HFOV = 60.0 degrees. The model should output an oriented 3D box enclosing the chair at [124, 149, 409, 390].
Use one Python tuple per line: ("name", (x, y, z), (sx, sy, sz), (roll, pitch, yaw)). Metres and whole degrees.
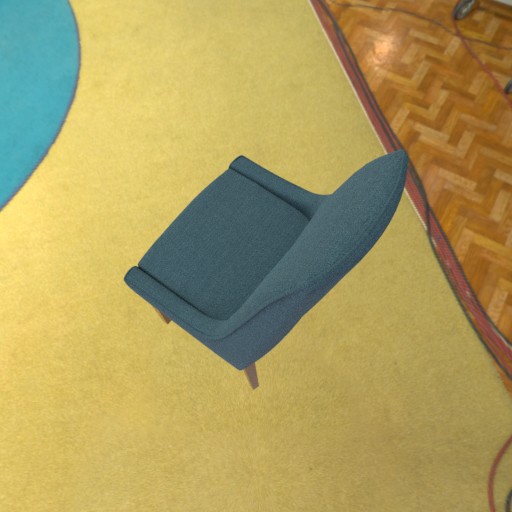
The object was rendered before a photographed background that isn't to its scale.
("chair", (0.000, 0.000, 1.205), (0.544, 0.861, 0.529), (33, 68, 15))
